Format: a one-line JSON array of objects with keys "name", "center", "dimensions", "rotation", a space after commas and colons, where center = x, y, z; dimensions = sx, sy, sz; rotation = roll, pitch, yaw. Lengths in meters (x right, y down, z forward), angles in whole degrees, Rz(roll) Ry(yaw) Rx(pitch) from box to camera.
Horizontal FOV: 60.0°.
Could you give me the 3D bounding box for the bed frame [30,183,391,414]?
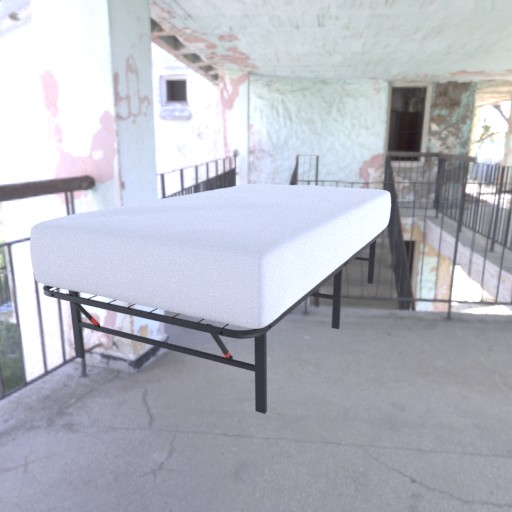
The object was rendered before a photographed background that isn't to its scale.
[{"name": "bed frame", "center": [0.000, 0.000, 2.346], "dimensions": [1.025, 0.640, 1.908], "rotation": [7, 16, 26]}]
